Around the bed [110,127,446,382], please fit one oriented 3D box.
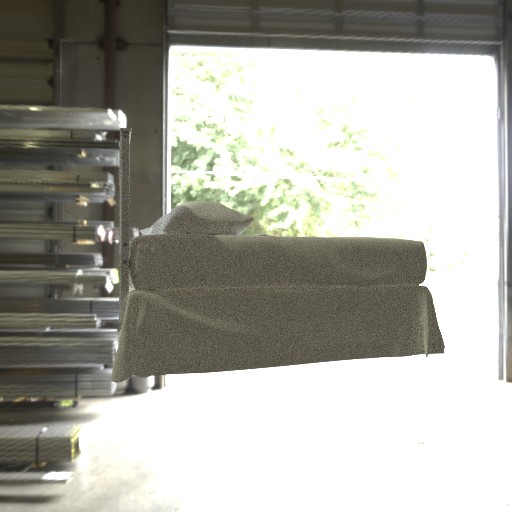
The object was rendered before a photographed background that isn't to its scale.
[{"bbox_3d":[0.000,0.000,3.315,2.047,1.269,1.876,0,-1,-17],"label":"bed"}]
